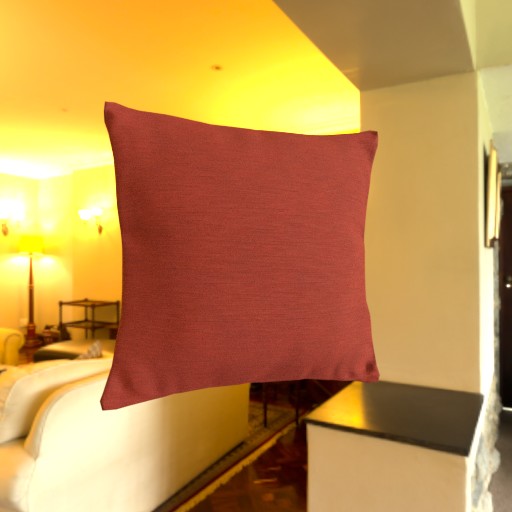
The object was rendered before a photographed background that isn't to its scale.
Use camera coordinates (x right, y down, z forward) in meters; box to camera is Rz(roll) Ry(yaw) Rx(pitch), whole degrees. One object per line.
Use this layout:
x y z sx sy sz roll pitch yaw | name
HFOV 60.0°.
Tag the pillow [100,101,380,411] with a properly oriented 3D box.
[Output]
0.000 0.000 0.657 0.435 0.416 0.151 0 -1 -19 | pillow
